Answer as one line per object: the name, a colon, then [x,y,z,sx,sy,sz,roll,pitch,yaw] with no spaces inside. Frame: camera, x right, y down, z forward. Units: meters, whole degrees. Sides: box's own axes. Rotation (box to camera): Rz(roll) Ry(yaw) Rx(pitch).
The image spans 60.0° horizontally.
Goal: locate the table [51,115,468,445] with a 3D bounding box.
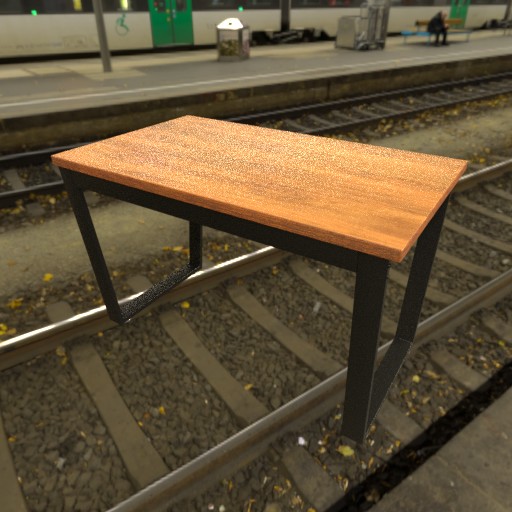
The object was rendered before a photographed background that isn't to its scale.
table: [0.000,0.000,1.677,1.205,0.760,0.714,18,35,28]
